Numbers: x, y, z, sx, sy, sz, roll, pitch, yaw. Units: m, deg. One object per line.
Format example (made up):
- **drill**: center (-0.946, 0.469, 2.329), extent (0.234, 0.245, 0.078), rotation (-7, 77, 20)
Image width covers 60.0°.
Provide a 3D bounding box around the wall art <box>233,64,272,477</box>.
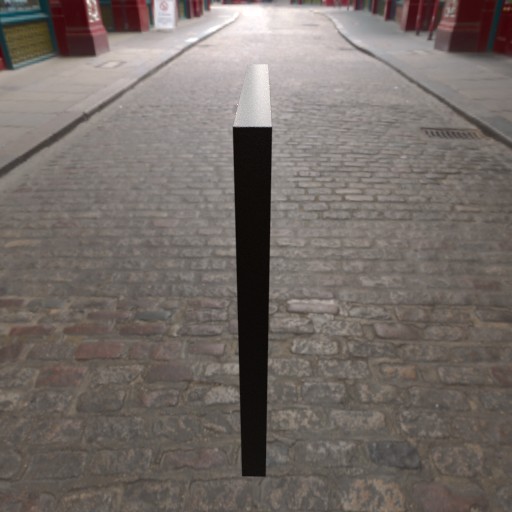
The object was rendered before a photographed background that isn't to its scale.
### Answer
- **wall art**: center (0.000, 0.000, 0.758), extent (0.038, 0.551, 0.448), rotation (0, 30, 1)
